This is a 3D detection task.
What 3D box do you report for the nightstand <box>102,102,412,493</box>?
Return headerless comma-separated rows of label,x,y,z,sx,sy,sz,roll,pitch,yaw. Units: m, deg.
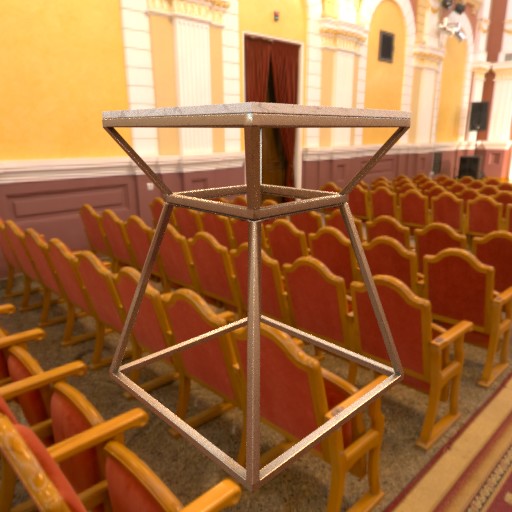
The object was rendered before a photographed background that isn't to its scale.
nightstand,0.000,0.000,0.893,0.455,0.554,0.455,-15,22,-42
